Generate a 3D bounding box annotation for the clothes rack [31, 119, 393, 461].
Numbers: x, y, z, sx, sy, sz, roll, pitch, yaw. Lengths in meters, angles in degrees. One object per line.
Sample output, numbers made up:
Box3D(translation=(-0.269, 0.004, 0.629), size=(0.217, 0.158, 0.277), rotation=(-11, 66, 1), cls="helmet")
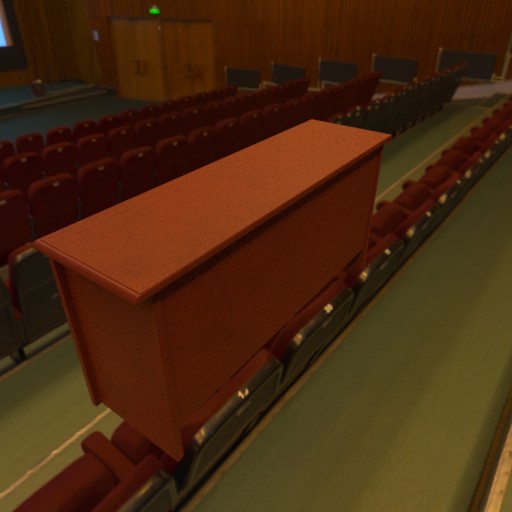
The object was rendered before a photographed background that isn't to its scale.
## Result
Box3D(translation=(0.000, 0.000, 1.504), size=(0.362, 0.594, 1.251), rotation=(22, 39, 30), cls="clothes rack")
